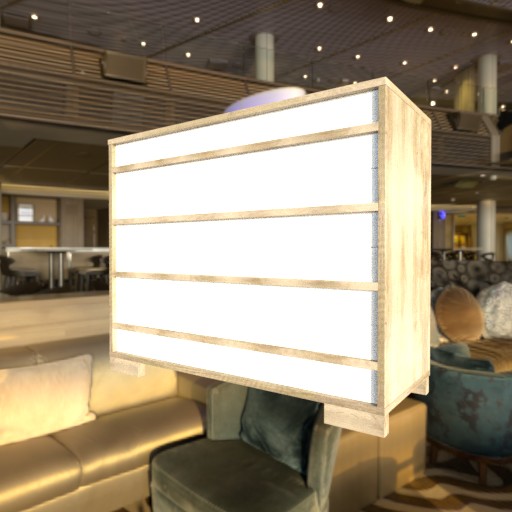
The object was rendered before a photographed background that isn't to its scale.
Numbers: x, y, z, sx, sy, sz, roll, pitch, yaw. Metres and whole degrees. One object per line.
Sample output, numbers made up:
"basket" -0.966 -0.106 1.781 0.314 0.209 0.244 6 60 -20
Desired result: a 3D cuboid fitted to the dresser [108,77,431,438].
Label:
"dresser" 0.000 0.000 1.448 0.994 0.816 0.404 1 1 35
